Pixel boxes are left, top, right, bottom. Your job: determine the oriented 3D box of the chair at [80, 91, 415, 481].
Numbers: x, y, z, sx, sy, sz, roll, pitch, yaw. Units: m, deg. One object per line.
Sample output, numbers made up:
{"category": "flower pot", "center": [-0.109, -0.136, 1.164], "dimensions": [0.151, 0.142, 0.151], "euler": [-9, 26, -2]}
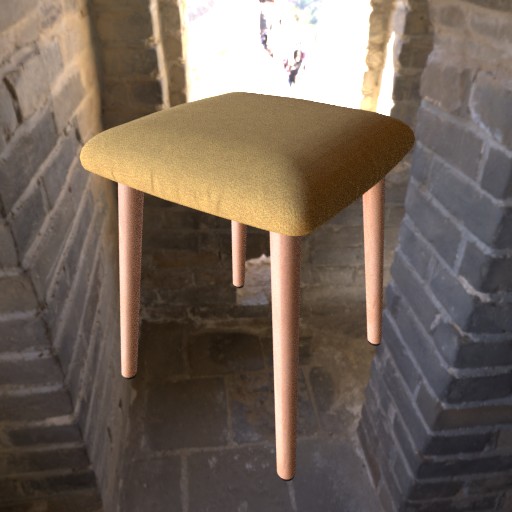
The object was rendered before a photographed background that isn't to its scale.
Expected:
{"category": "chair", "center": [0.000, 0.000, 0.689], "dimensions": [0.350, 0.440, 0.350], "euler": [20, 38, 29]}
